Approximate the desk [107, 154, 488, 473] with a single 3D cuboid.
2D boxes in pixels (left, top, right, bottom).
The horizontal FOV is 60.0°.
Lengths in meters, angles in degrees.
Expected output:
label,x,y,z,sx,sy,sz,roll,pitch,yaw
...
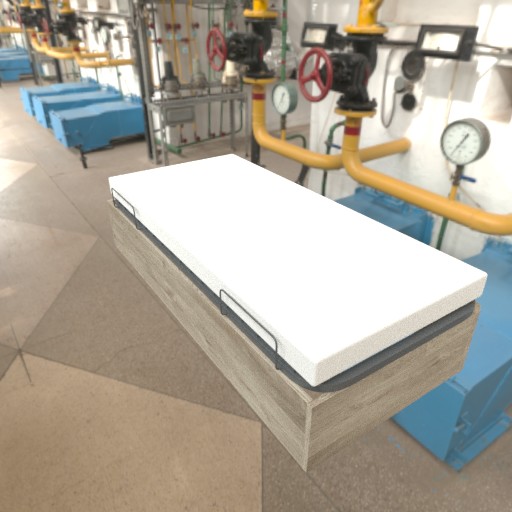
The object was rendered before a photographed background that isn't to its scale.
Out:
label,x,y,z,sx,sy,sz,roll,pitch,yaw
desk,0.000,0.000,2.228,0.900,0.455,1.900,-18,34,-29
